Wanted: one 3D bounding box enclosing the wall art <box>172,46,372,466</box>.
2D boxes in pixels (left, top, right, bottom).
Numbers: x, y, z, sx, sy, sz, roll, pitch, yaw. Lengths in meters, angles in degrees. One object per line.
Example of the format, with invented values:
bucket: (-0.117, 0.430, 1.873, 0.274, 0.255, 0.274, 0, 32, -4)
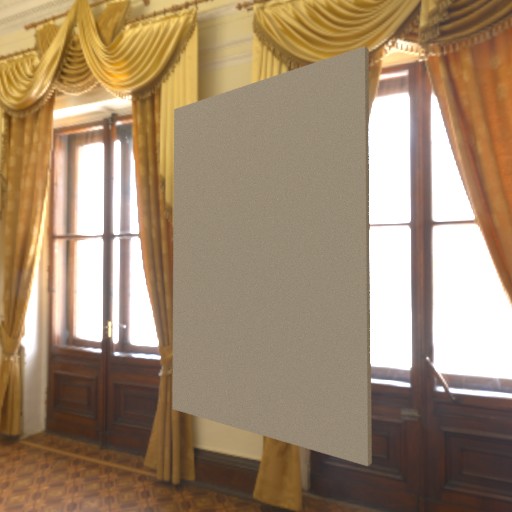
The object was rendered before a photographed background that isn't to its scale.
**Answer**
wall art: (0.000, 0.000, 0.604, 0.325, 0.474, 0.010, -1, -2, 38)
